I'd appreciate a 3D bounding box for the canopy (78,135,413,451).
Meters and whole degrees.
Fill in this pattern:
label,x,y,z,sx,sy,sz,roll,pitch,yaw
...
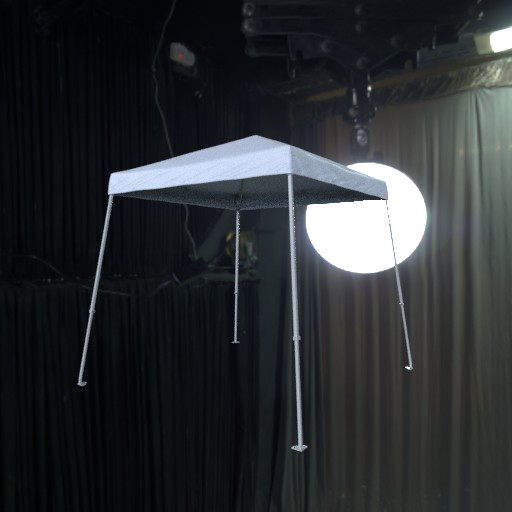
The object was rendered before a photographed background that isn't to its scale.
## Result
label,x,y,z,sx,sy,sz,roll,pitch,yaw
canopy,0.000,0.000,6.635,3.600,3.600,3.599,1,1,35
